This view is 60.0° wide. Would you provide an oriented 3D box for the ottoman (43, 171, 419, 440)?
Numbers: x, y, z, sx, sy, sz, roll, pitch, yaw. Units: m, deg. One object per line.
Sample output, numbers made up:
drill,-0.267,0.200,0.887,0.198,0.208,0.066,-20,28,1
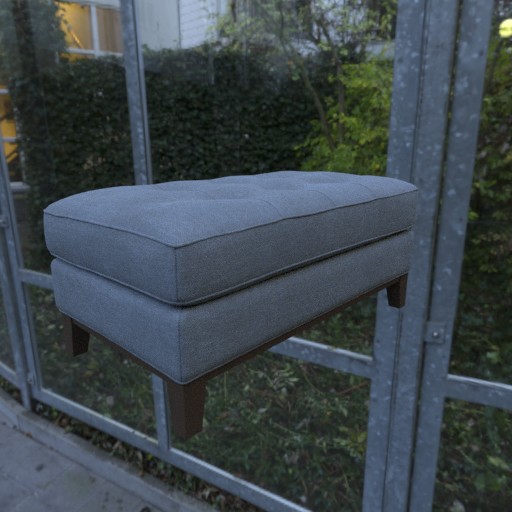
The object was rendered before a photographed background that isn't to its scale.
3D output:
ottoman,0.000,0.000,1.500,0.648,0.514,1.143,14,21,41
